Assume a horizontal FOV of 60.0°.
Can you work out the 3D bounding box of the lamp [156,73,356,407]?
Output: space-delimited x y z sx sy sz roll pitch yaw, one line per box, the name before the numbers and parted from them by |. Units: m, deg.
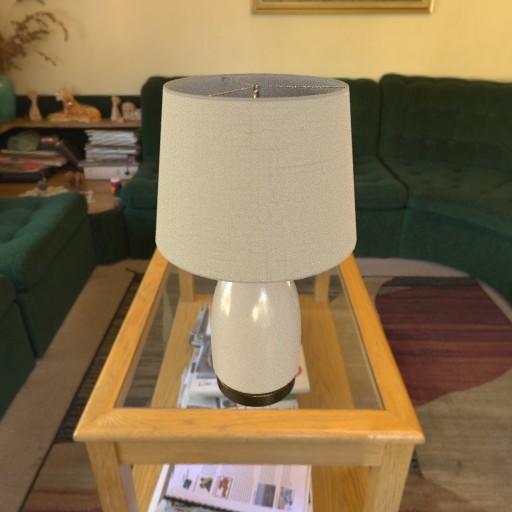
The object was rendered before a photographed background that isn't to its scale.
lamp | 0.000 0.000 0.661 0.285 0.483 0.285 0 28 0
